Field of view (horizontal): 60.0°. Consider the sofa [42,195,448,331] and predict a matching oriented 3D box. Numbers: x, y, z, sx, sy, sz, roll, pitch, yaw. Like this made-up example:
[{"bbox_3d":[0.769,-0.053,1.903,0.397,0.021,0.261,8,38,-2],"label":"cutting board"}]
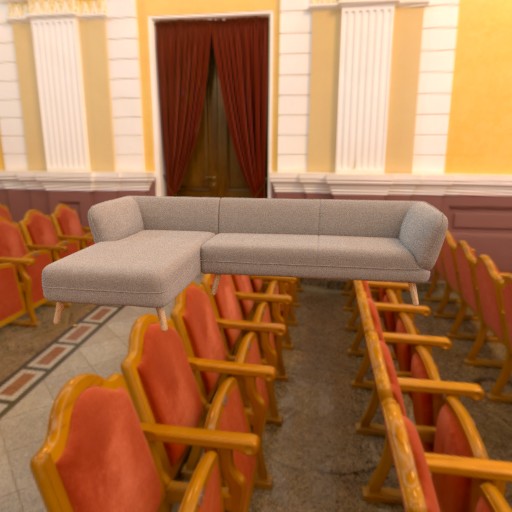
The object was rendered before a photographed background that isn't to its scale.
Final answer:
[{"bbox_3d":[0.000,0.000,3.259,2.653,0.693,1.532,2,14,9],"label":"sofa"}]
